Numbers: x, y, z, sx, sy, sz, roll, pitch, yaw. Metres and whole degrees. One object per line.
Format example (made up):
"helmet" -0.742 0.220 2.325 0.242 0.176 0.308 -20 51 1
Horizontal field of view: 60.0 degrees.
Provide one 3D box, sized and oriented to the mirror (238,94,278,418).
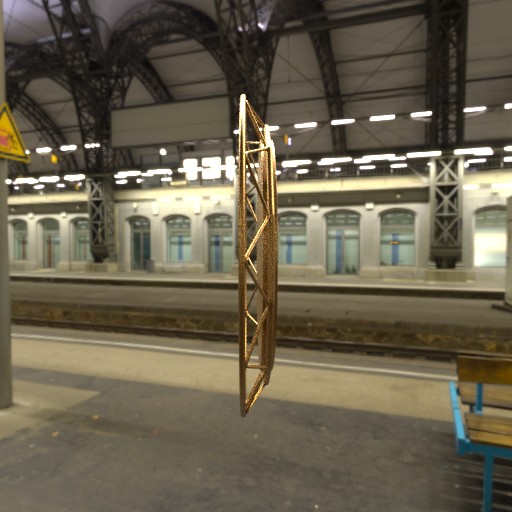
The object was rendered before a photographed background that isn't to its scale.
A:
"mirror" 0.000 0.000 0.662 0.043 0.454 0.454 0 1 -1
